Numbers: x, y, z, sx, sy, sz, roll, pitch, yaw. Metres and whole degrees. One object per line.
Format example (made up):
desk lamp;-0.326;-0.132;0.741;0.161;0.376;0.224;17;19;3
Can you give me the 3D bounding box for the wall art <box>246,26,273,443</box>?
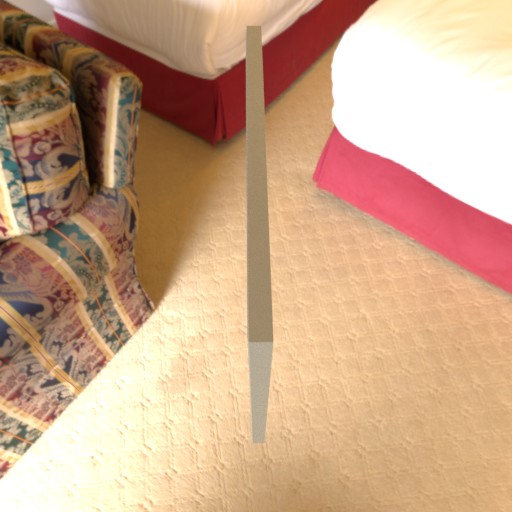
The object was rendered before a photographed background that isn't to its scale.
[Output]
wall art;0.000;0.000;1.197;0.038;0.807;0.809;-1;58;0
